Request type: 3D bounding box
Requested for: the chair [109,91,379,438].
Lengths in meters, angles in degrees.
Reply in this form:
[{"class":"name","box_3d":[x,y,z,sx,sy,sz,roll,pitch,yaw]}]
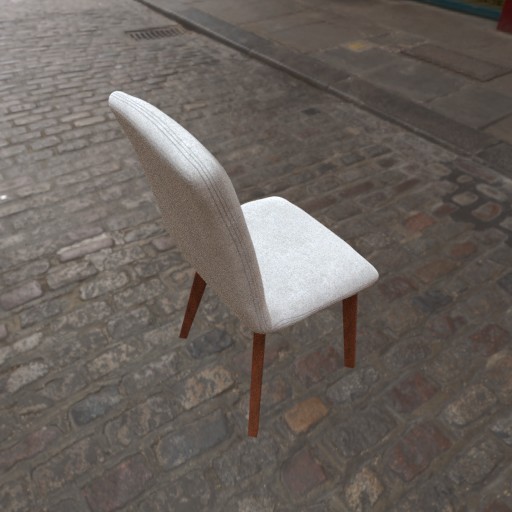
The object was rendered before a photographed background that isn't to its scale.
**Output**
[{"class":"chair","box_3d":[0.000,0.000,1.314,0.563,0.974,0.522,-24,46,-25]}]
